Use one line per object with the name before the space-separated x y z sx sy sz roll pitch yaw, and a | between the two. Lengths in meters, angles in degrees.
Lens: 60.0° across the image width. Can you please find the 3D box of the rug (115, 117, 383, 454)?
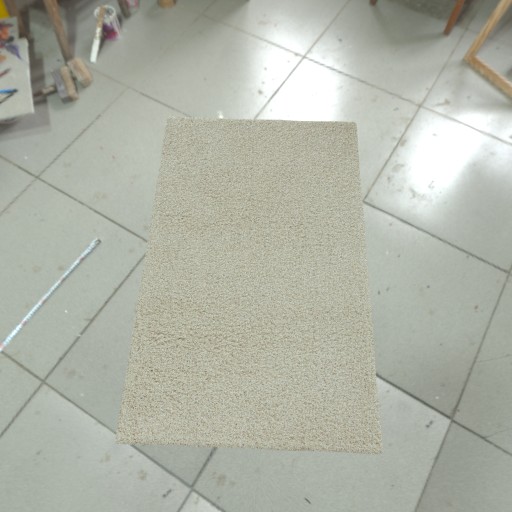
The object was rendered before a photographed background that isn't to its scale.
rug | 0.000 0.000 3.047 1.524 0.030 2.438 2 64 1
